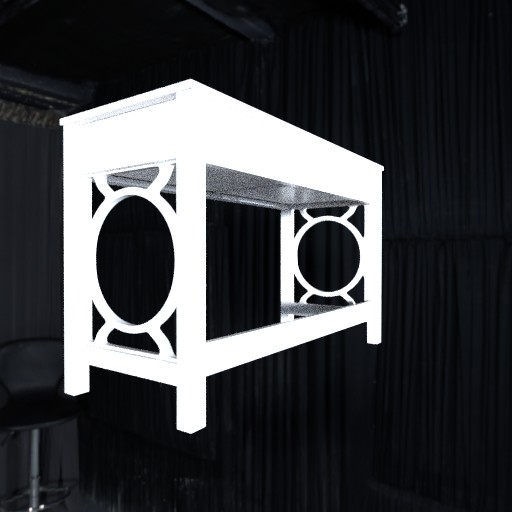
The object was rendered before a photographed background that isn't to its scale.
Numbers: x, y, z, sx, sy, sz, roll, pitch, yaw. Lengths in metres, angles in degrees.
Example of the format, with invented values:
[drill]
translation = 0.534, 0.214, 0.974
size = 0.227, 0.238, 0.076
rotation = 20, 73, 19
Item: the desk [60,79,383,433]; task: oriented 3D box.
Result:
[desk]
translation = 0.000, 0.000, 1.571
size = 0.504, 0.762, 1.191
rotation = 0, 1, 35
